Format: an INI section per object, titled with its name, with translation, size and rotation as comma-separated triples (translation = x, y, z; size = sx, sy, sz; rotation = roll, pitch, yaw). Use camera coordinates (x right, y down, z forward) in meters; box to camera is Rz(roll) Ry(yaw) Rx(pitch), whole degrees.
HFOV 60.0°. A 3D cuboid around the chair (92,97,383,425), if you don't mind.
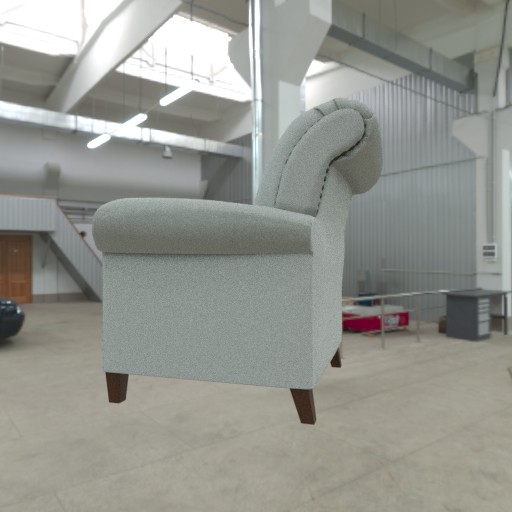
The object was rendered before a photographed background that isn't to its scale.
[chair]
translation = 0.000, 0.000, 1.625
size = 0.890, 0.927, 0.854
rotation = 0, 0, 17
